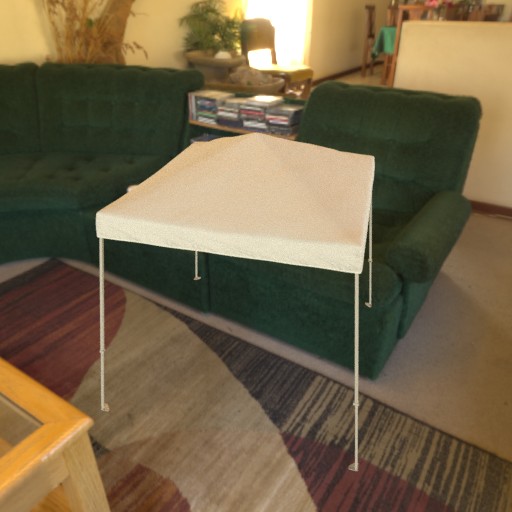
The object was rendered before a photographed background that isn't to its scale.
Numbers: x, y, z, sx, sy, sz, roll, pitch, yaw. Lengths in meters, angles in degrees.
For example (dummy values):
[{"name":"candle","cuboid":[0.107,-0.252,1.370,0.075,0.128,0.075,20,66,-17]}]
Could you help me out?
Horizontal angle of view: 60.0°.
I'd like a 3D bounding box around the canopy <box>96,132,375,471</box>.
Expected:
[{"name":"canopy","cuboid":[0.000,0.000,6.493,3.599,3.600,3.600,8,31,13]}]
